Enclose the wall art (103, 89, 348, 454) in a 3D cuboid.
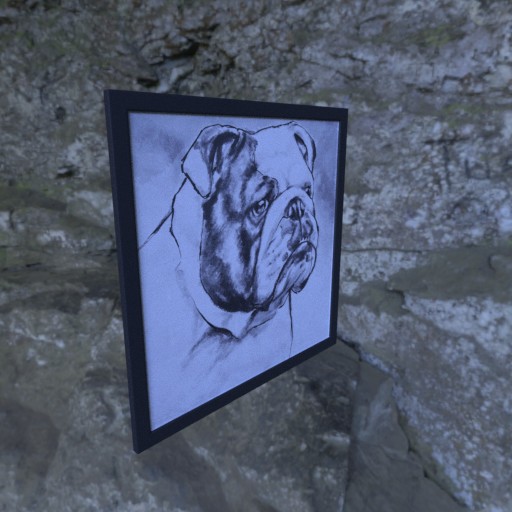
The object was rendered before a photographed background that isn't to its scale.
[{"bbox_3d":[0.000,0.000,0.845,0.012,0.558,0.562,14,21,43],"label":"wall art"}]
